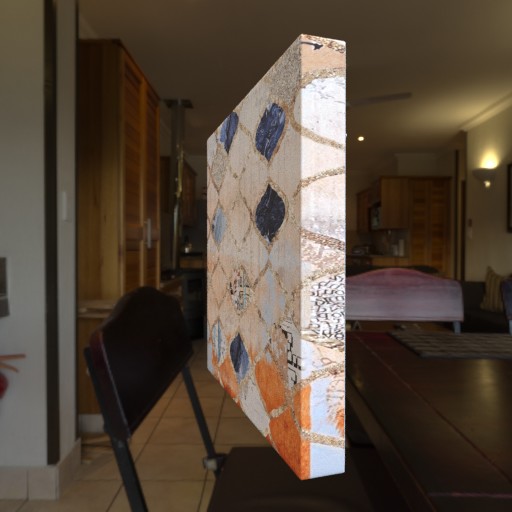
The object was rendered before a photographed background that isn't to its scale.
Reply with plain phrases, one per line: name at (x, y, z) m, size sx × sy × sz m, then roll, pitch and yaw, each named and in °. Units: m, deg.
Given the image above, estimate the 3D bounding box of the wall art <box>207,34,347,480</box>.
wall art at (0.000, 0.000, 0.449) m, size 0.036 × 0.304 × 0.303 m, roll 0°, pitch 1°, yaw -18°
